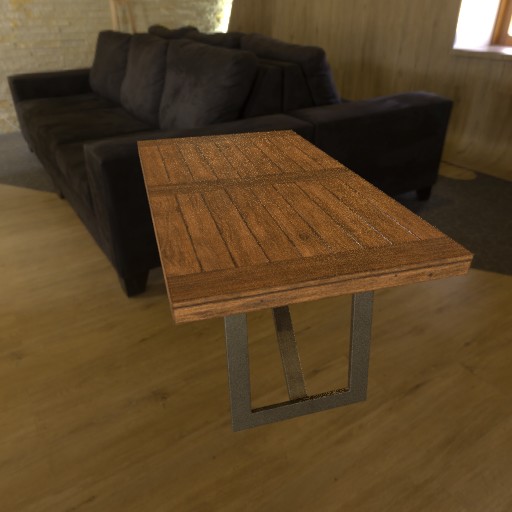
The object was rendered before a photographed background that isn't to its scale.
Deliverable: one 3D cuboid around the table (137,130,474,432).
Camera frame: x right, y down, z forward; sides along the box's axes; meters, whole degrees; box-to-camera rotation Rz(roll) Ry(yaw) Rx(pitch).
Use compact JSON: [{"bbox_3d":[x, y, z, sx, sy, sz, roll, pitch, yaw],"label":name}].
[{"bbox_3d":[0.000,0.000,2.132,0.931,0.757,1.641,-8,30,-14],"label":"table"}]
